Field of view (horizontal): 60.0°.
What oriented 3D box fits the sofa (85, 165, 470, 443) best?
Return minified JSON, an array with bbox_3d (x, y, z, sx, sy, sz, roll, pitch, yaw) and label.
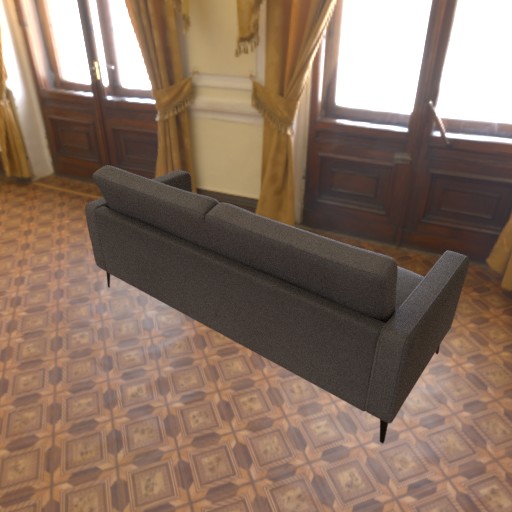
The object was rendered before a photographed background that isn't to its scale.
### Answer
[{"bbox_3d":[0.000,0.000,2.368,1.925,0.828,0.774,22,37,32],"label":"sofa"}]
